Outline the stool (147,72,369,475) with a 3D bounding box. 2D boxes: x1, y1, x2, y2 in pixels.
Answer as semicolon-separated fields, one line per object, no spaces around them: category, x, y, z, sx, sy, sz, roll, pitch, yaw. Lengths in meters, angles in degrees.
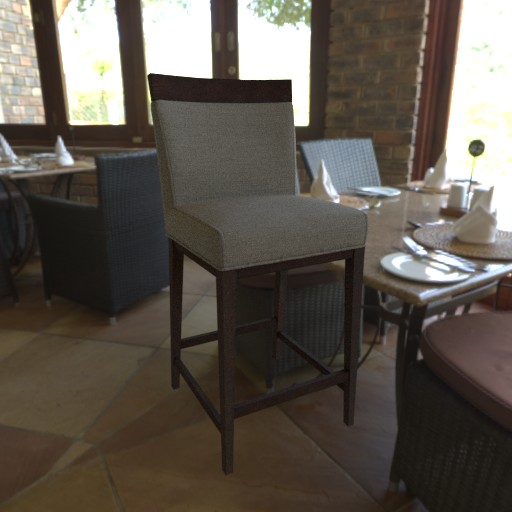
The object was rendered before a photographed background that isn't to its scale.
stool;0.000;0.000;1.441;0.511;1.117;0.531;-9;20;-27
